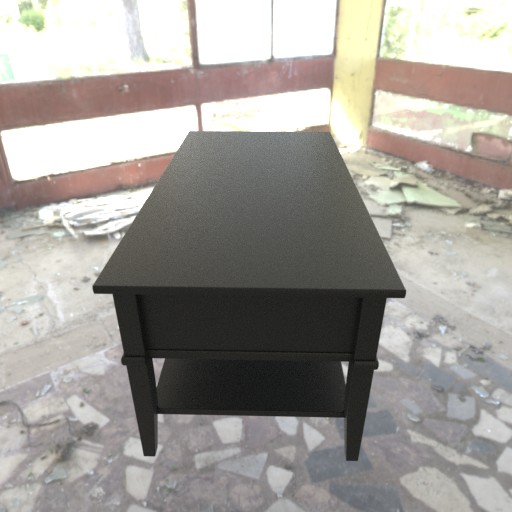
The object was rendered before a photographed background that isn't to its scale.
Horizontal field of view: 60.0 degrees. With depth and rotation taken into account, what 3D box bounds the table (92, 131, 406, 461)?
[{"bbox_3d":[0.000,0.000,1.304,0.523,0.470,1.044,1,30,1],"label":"table"}]
